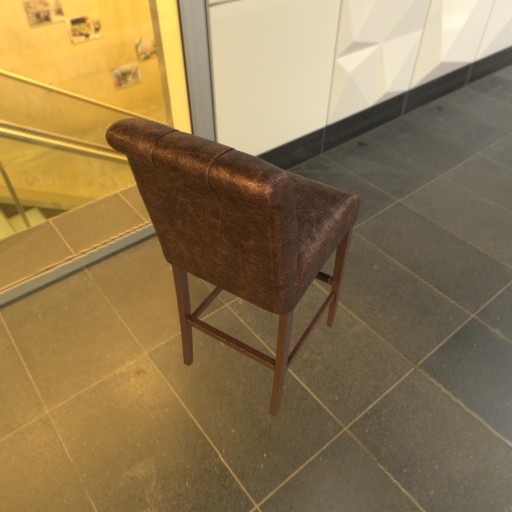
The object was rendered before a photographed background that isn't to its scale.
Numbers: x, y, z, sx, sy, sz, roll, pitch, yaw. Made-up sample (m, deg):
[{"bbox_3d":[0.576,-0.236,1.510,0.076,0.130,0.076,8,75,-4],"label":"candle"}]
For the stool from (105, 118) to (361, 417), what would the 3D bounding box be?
[{"bbox_3d":[0.000,0.000,1.552,0.483,1.168,0.659,24,49,22],"label":"stool"}]
